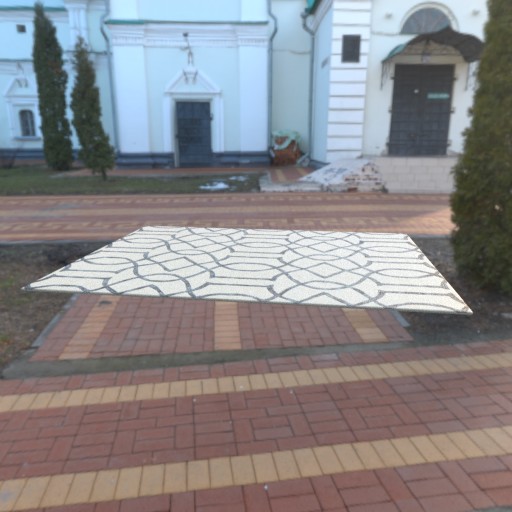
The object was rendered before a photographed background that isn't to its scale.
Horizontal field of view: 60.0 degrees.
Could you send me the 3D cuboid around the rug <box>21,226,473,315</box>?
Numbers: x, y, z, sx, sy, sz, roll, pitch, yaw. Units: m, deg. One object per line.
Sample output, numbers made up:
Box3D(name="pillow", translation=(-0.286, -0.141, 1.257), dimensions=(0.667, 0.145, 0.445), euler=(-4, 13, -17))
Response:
Box3D(name="rug", translation=(0.000, 0.000, 3.856), dimensions=(2.910, 0.021, 2.211), euler=(2, 15, 8))
